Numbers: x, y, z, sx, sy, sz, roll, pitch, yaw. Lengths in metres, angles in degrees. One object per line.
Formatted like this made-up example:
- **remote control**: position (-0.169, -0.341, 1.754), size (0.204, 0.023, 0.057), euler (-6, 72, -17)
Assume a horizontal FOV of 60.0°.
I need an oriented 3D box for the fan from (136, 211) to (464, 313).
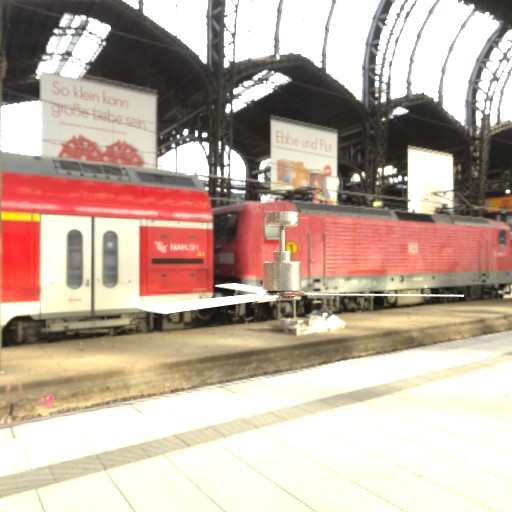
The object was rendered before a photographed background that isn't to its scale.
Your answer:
- **fan**: position (0.000, 0.000, 2.357), size (1.561, 0.446, 1.531), euler (0, 0, -36)
